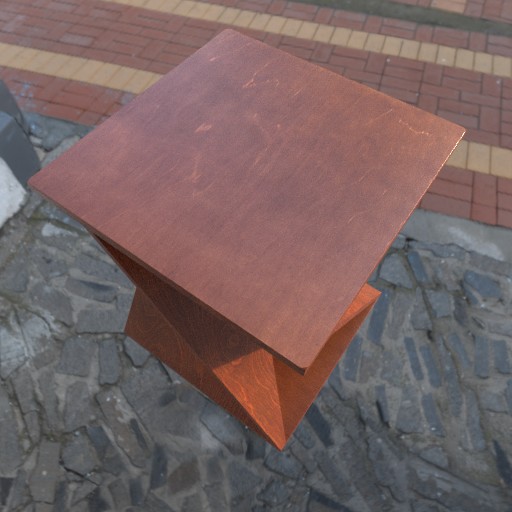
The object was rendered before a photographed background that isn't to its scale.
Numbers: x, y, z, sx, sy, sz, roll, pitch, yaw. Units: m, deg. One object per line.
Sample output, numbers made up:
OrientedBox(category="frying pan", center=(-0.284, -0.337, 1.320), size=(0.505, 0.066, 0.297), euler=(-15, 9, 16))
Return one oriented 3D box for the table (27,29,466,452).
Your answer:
OrientedBox(category="table", center=(0.000, 0.000, 0.820), size=(0.427, 0.520, 0.427), euler=(31, 63, 18))
